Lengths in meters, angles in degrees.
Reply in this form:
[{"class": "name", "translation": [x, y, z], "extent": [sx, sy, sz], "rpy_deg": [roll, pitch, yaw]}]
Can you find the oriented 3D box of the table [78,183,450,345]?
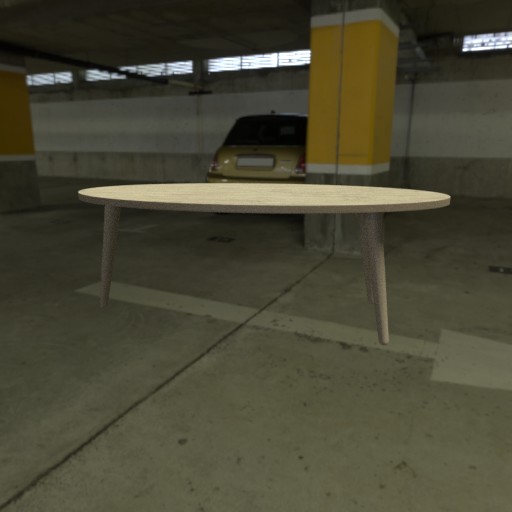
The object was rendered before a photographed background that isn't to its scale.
[{"class": "table", "translation": [0.000, 0.000, 1.357], "extent": [1.083, 0.390, 0.542], "rpy_deg": [2, 15, 8]}]
